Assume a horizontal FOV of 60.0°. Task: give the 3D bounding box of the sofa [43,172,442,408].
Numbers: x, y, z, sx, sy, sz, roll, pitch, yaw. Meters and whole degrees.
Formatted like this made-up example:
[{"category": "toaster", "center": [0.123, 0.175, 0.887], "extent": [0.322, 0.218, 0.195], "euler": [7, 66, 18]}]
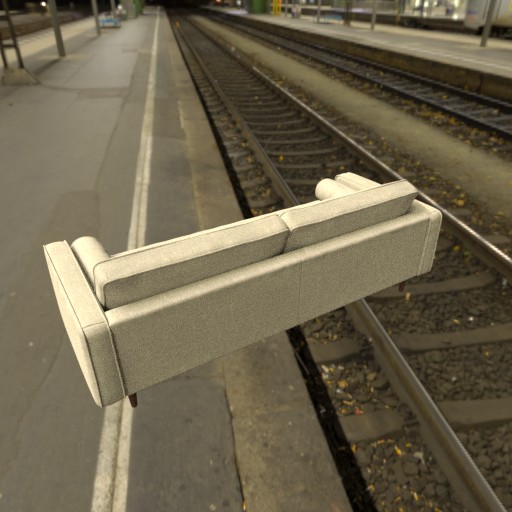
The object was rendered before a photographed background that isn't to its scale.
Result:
[{"category": "sofa", "center": [0.000, 0.000, 2.669], "extent": [2.211, 0.762, 0.914], "euler": [-17, 34, -27]}]
